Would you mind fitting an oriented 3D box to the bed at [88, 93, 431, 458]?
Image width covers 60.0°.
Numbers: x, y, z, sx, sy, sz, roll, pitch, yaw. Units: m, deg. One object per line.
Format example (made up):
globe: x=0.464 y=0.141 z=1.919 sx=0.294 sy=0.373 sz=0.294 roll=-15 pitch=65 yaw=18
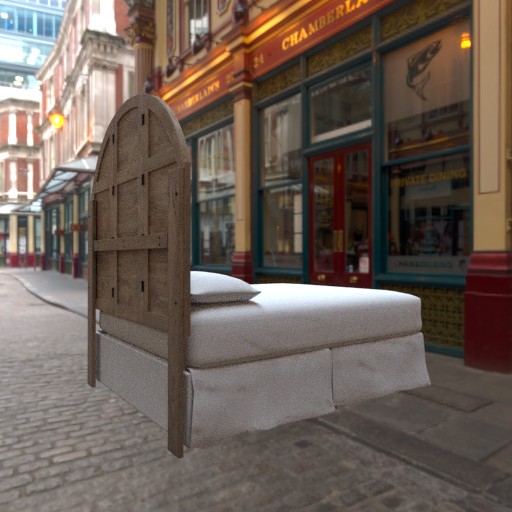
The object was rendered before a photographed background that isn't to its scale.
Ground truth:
bed: x=0.000 y=0.000 z=3.450 sx=2.112 sy=2.002 sz=1.713 roll=0 pitch=0 yaw=-36
